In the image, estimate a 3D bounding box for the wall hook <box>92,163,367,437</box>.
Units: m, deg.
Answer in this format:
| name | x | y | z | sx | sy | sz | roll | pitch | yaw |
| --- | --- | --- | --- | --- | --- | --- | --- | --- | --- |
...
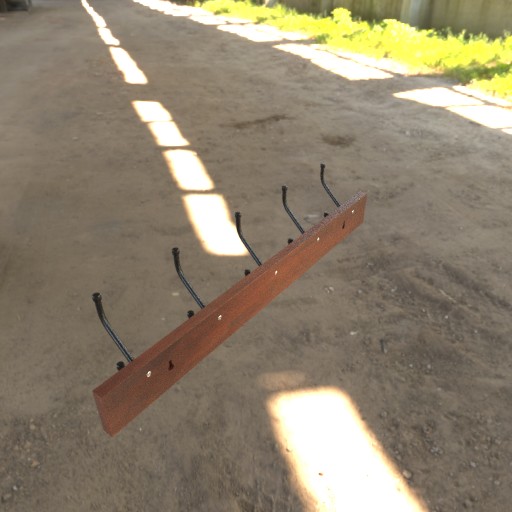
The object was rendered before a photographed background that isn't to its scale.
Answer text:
| name | x | y | z | sx | sy | sz | roll | pitch | yaw |
| --- | --- | --- | --- | --- | --- | --- | --- | --- | --- |
| wall hook | 0.000 | 0.000 | 0.624 | 0.071 | 0.117 | 0.571 | 22 | 39 | 31 |
